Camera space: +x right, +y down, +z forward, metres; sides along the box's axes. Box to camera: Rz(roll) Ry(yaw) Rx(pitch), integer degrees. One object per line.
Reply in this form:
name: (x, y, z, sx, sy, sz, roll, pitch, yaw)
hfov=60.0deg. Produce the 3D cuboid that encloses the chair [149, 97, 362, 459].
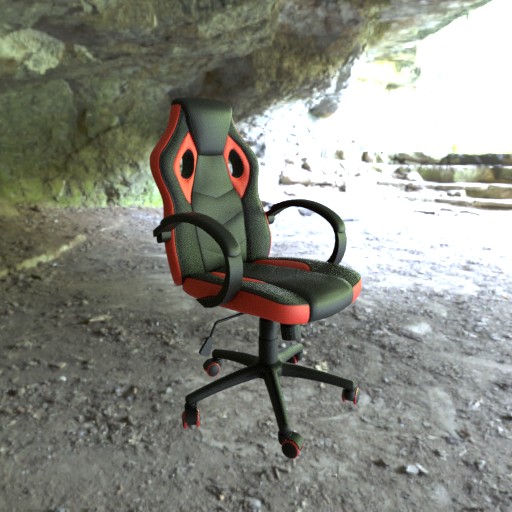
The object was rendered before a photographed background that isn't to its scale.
chair: (0.000, 0.000, 1.440, 0.642, 1.016, 0.600, 13, 19, 43)
